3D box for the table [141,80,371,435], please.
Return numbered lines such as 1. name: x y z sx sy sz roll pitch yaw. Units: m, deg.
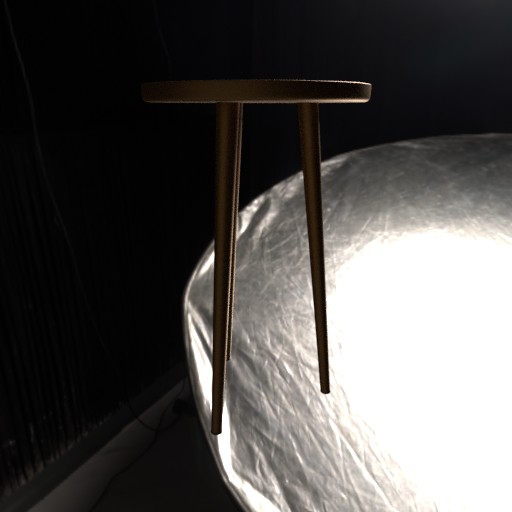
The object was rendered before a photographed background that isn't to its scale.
1. table: 0.000 0.000 0.669 0.299 0.480 0.299 10 21 26
